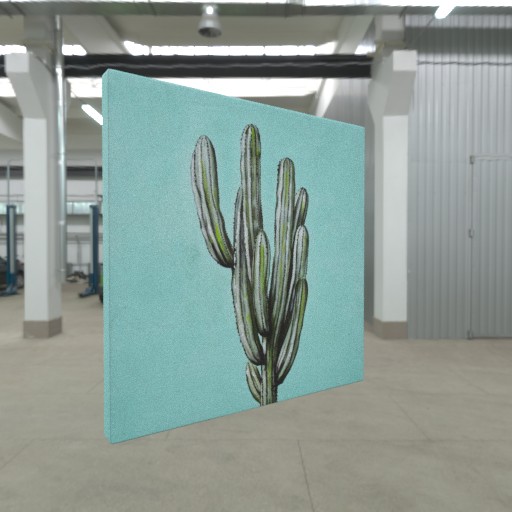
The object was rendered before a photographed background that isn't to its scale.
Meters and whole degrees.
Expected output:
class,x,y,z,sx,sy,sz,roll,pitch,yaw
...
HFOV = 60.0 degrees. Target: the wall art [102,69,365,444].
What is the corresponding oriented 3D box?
class,x,y,z,sx,sy,sz,roll,pitch,yaw
wall art,0.000,0.000,1.140,0.765,0.766,0.054,-1,1,-35
